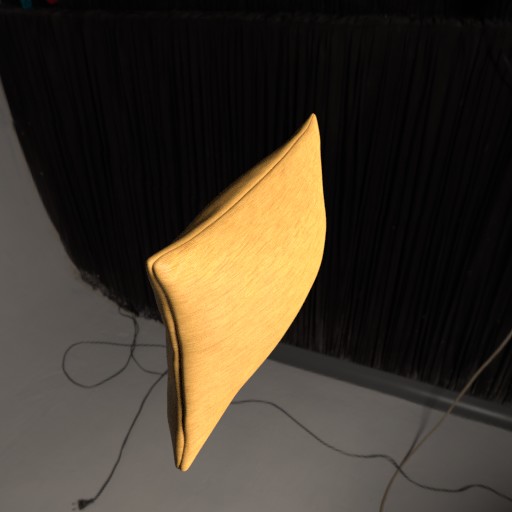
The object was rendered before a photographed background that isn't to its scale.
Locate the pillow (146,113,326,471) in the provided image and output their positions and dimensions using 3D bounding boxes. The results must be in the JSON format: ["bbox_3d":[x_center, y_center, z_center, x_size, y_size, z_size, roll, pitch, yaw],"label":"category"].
[{"bbox_3d":[0.000,0.000,0.787,0.210,0.354,0.634,12,34,18],"label":"pillow"}]
